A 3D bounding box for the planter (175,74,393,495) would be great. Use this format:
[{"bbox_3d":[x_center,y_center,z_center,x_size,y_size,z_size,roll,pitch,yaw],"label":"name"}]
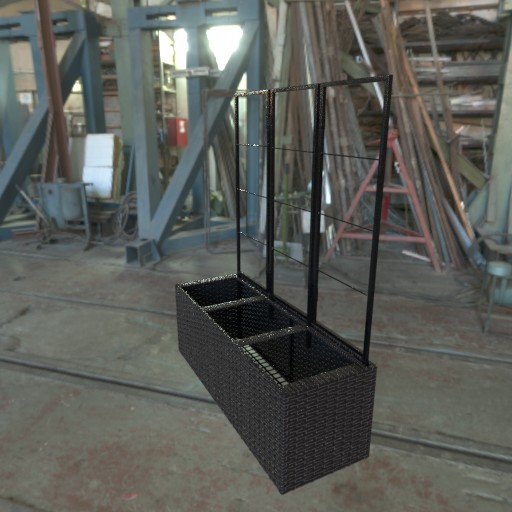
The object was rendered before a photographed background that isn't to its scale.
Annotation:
[{"bbox_3d":[0.000,0.000,1.164,0.244,0.841,0.699,-9,19,-26],"label":"planter"}]
